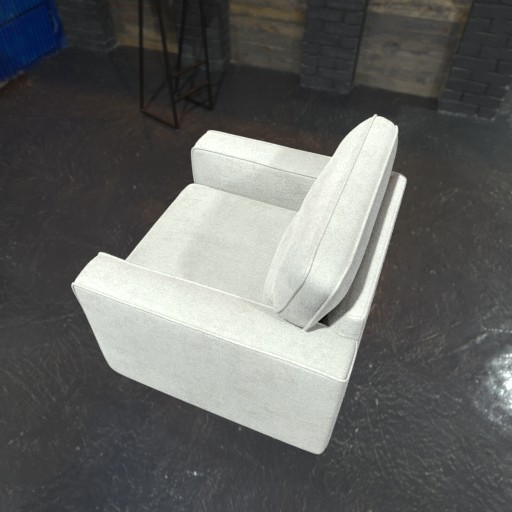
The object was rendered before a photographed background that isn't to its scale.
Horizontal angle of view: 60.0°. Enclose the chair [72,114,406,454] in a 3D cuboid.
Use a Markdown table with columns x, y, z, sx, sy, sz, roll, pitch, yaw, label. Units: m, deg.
| x | y | z | sx | sy | sz | roll | pitch | yaw | label |
| --- | --- | --- | --- | --- | --- | --- | --- | --- | --- |
| 0.000 | 0.000 | 1.743 | 0.939 | 0.965 | 1.015 | 17 | 50 | 15 | chair |
